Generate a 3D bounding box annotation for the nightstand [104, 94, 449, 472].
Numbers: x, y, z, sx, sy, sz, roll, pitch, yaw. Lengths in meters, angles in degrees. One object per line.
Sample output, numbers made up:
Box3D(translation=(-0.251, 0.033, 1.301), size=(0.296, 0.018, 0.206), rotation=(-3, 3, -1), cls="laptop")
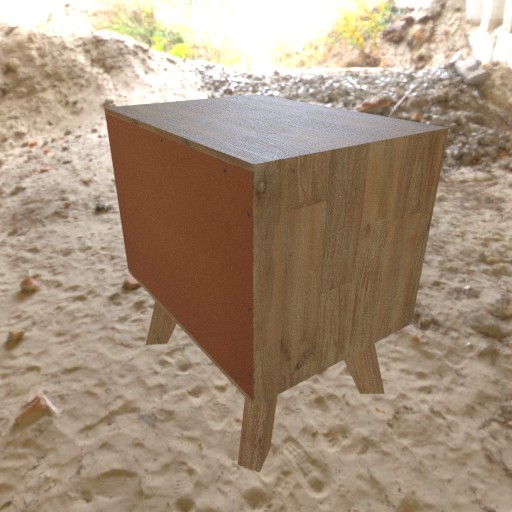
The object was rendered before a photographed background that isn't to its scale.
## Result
Box3D(translation=(0.000, 0.000, 0.968), size=(0.396, 0.589, 0.552), rotation=(-18, 32, -31), cls="nightstand")
